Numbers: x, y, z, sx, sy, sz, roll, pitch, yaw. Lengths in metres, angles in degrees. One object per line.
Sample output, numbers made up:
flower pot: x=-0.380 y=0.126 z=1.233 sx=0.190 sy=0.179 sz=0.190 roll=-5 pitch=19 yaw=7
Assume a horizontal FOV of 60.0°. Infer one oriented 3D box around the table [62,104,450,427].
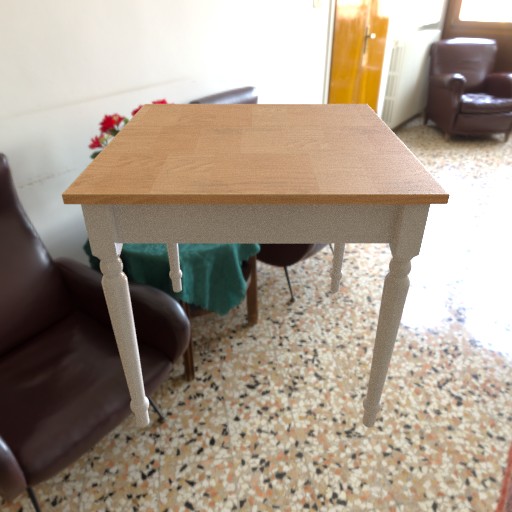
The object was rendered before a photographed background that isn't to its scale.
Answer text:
table: x=0.000 y=0.000 z=1.362 sx=0.747 sy=0.738 sz=0.747 roll=0 pitch=32 yaw=0
